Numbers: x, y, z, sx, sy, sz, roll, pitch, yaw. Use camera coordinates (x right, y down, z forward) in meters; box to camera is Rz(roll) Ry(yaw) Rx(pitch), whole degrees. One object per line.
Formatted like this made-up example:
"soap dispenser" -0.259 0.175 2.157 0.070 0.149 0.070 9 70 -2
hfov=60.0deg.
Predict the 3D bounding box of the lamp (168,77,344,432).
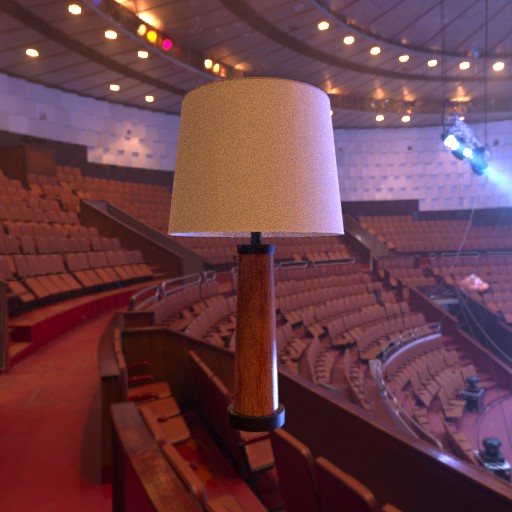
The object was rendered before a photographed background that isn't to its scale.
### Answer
"lamp" 0.000 0.000 0.892 0.349 0.667 0.349 0 1 0
